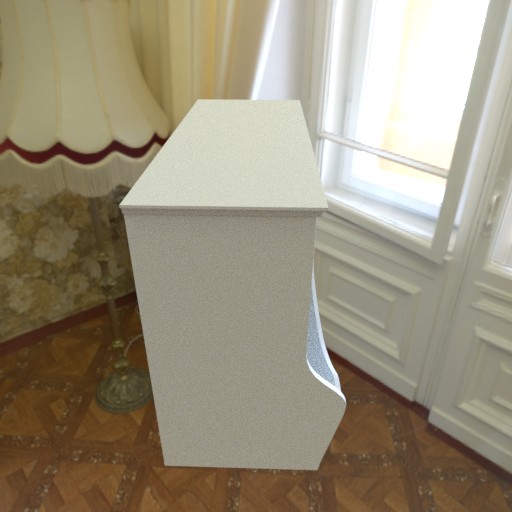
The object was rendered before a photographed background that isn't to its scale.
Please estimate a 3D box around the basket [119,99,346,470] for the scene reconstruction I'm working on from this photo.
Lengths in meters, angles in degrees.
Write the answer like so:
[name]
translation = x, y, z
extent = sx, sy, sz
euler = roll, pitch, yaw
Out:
[basket]
translation = 0.000, 0.000, 1.145
extent = 0.376, 0.625, 0.792
euler = 1, 30, 2
